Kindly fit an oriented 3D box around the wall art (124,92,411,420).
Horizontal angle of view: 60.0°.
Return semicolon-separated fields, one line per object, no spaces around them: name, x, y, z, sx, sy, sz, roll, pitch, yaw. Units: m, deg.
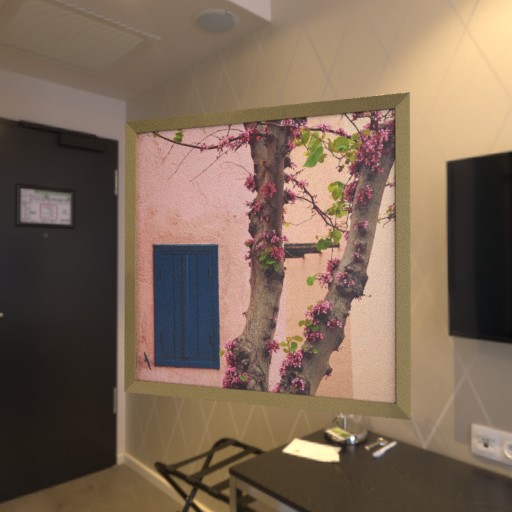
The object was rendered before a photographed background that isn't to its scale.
wall art;0.000;0.000;1.159;0.762;0.762;0.038;0;-1;17
